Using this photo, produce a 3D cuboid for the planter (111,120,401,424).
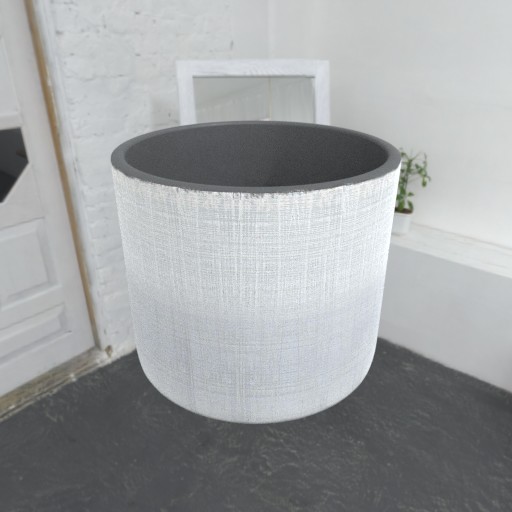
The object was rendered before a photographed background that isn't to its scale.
[{"bbox_3d":[0.000,0.000,0.444,0.254,0.221,0.254,0,27,0],"label":"planter"}]
